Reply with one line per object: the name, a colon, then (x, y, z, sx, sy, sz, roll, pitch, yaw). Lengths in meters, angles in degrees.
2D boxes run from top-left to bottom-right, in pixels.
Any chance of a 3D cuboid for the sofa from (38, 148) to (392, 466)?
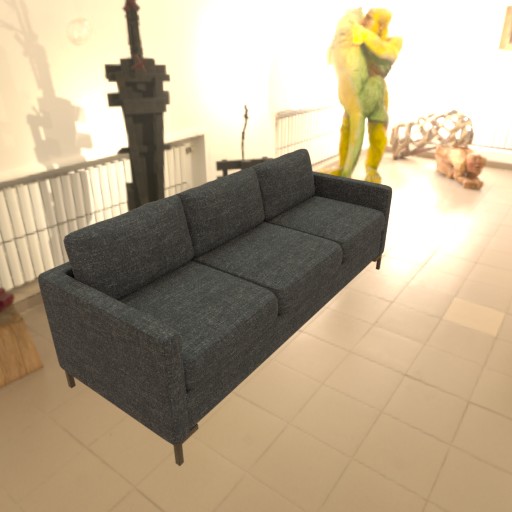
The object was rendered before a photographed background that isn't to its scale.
sofa: (0.000, 0.000, 2.671, 0.859, 0.874, 2.218, 18, 32, 32)
